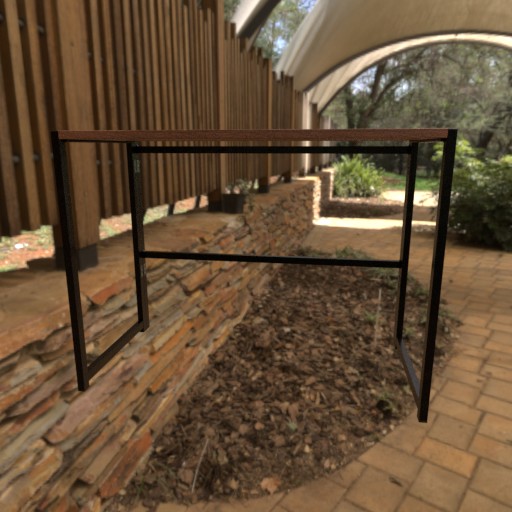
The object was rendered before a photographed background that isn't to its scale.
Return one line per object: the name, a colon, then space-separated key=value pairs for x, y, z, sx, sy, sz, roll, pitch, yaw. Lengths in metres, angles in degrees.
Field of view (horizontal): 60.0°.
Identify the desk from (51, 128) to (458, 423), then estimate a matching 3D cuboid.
desk: x=0.000 y=0.000 z=1.419 sx=1.016 sy=0.762 sz=0.508 roll=2 pitch=14 yaw=9
